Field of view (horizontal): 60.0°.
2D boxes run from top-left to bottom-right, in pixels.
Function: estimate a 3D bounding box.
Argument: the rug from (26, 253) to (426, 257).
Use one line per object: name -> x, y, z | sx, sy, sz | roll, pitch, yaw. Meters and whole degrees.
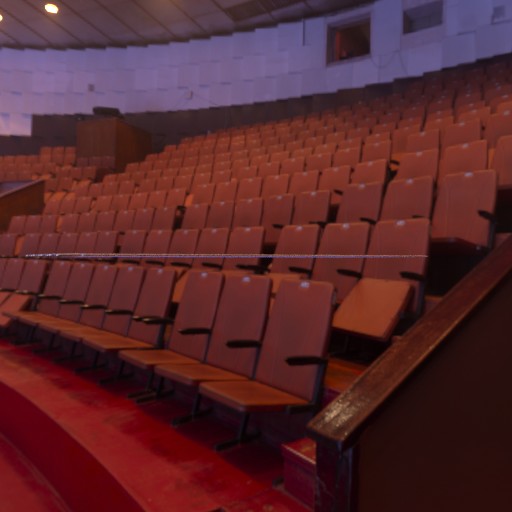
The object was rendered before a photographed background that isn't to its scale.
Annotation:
rug -> 0.000, 0.000, 2.726 | 2.440, 0.013, 0.769 | 0, 0, -36
